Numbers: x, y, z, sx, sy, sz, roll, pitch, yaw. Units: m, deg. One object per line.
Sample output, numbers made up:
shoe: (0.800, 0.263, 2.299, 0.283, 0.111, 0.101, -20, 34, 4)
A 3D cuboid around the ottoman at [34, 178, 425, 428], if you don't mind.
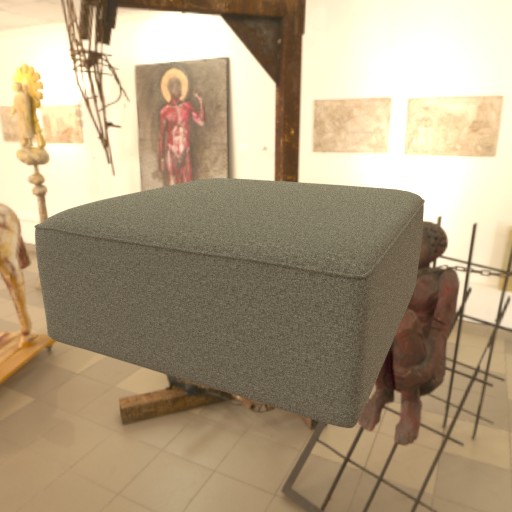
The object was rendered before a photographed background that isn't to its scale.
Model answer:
ottoman: (0.000, 0.000, 1.570, 1.005, 0.464, 1.015, 8, 19, 25)
